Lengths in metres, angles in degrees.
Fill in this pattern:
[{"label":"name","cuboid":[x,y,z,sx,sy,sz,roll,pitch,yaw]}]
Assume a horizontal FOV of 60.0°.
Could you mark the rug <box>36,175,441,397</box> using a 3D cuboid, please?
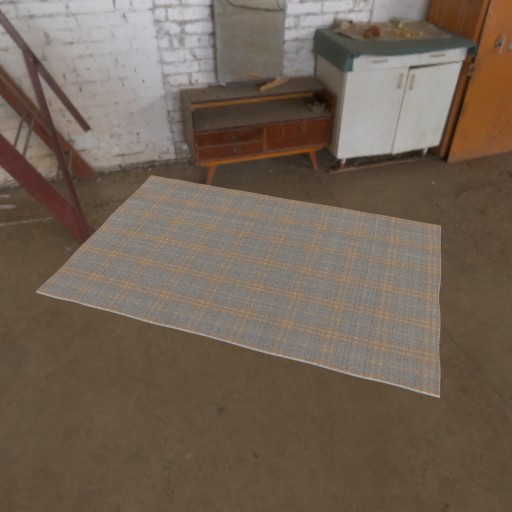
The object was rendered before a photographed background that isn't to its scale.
[{"label":"rug","cuboid":[0.000,0.000,3.093,2.460,0.016,1.545,12,42,14]}]
